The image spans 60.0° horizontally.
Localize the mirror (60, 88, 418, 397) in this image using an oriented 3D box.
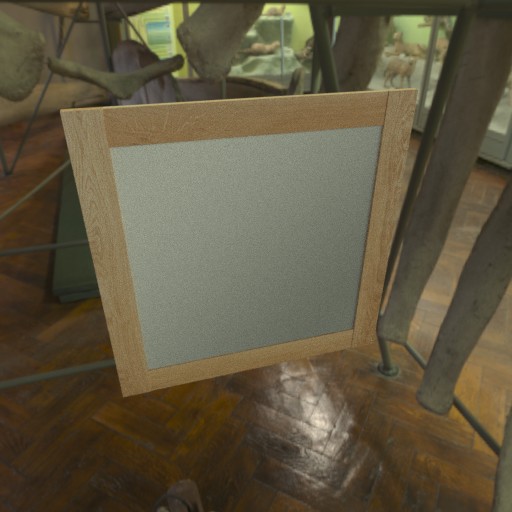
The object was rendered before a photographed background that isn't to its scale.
[{"bbox_3d":[0.000,0.000,1.171,0.800,0.800,0.020,-9,32,-14],"label":"mirror"}]
